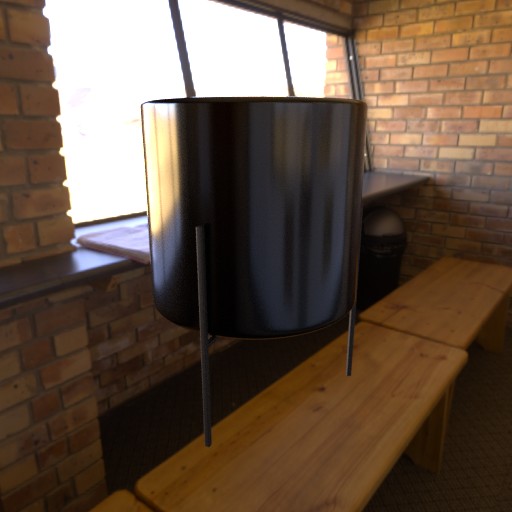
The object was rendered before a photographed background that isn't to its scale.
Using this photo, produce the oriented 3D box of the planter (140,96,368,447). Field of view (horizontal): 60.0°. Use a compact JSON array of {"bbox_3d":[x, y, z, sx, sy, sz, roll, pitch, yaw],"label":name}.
[{"bbox_3d":[0.000,0.000,0.658,0.310,0.432,0.310,2,17,7],"label":"planter"}]
